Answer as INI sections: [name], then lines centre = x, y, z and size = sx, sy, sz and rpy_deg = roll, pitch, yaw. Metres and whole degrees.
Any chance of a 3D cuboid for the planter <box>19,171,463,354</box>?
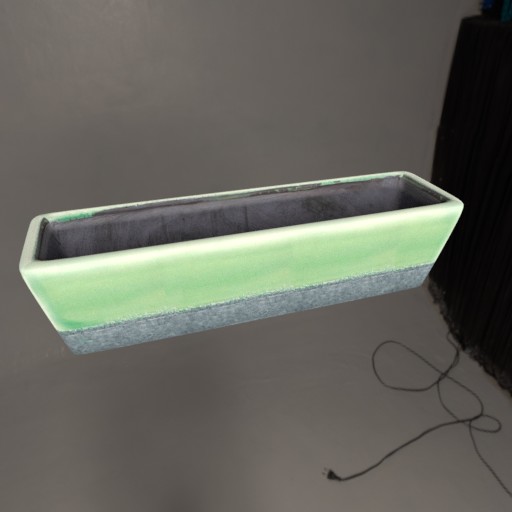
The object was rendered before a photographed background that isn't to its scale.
[planter]
centre = 0.000, 0.000, 0.304
size = 0.275, 0.072, 0.072
rpy_deg = -9, 32, -15
